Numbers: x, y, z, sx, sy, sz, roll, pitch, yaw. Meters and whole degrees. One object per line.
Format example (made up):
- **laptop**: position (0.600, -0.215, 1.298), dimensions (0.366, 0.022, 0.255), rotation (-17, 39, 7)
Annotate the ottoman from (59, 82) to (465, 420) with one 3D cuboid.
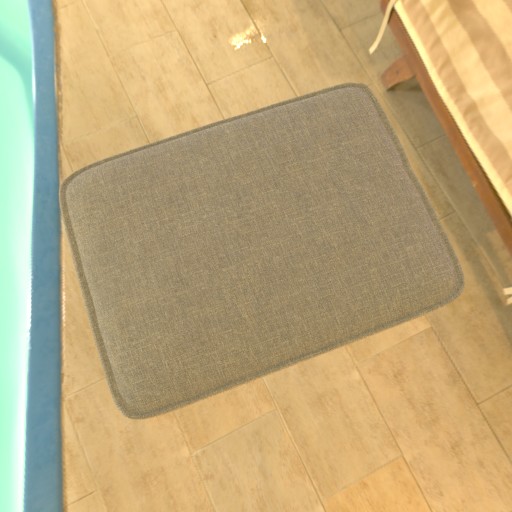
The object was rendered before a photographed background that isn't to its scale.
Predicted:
- **ottoman**: position (0.000, 0.000, 1.113), dimensions (0.762, 0.457, 0.559), rotation (-20, 76, -5)
